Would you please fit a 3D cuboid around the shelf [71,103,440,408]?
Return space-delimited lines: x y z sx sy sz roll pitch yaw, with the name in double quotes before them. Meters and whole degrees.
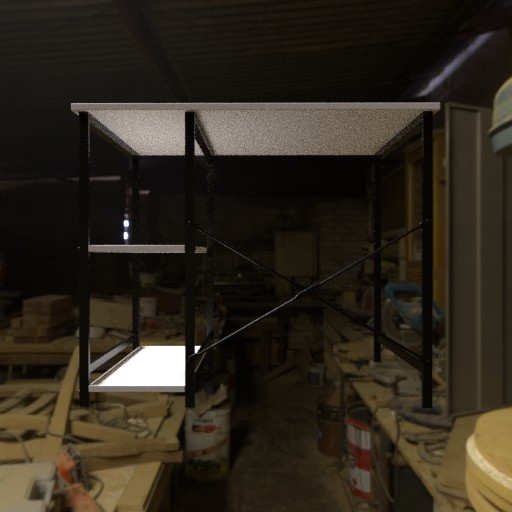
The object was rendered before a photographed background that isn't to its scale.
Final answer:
"shelf" 0.000 0.000 1.334 0.902 0.750 0.498 0 0 0
